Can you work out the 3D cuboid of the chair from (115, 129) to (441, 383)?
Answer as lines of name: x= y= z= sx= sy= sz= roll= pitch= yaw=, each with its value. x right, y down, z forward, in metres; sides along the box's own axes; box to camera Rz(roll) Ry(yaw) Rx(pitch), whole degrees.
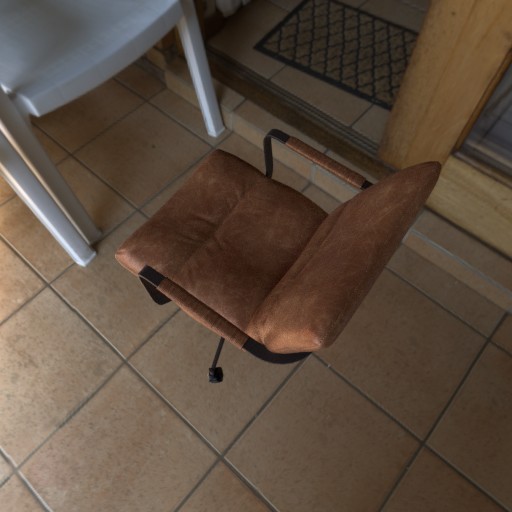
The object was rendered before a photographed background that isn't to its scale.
chair: x=0.000 y=0.000 z=1.465 sx=0.754 sy=0.922 sz=0.727 roll=32 pitch=66 yaw=16
